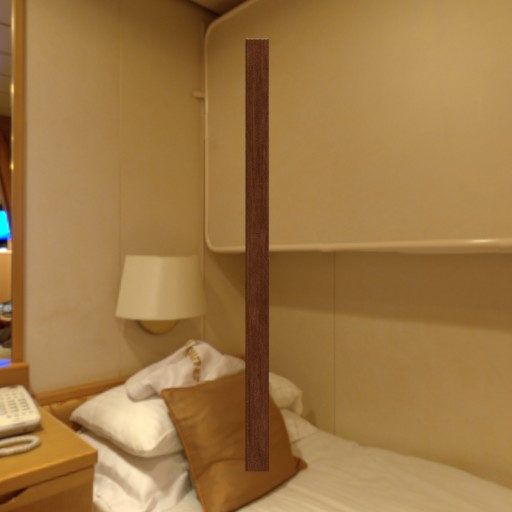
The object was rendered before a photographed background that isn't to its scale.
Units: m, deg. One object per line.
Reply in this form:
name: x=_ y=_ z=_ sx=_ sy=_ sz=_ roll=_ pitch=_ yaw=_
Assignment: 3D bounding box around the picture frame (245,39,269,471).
picture frame: x=0.000 y=0.000 z=0.748 sx=0.025 sy=0.457 sz=0.559 roll=0 pitch=0 yaw=0
